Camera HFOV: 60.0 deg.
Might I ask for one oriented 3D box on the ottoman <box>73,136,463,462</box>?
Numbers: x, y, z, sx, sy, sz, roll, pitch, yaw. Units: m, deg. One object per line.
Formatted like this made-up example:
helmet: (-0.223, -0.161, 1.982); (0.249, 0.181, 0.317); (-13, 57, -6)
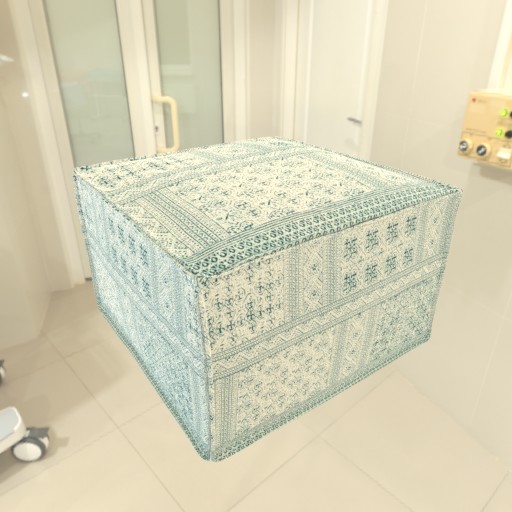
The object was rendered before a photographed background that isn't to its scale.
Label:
ottoman: (0.000, 0.000, 1.041); (0.626, 0.439, 0.617); (-18, 32, -31)
